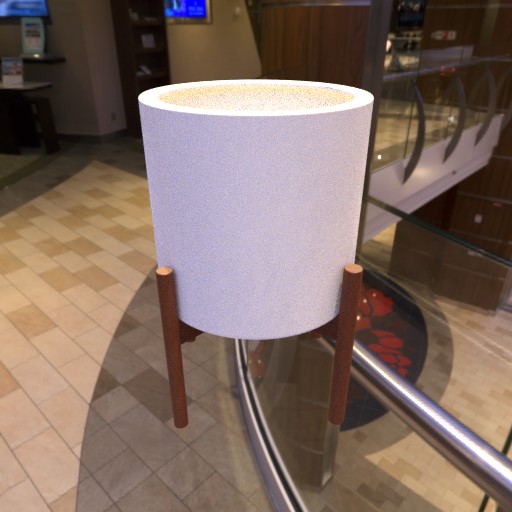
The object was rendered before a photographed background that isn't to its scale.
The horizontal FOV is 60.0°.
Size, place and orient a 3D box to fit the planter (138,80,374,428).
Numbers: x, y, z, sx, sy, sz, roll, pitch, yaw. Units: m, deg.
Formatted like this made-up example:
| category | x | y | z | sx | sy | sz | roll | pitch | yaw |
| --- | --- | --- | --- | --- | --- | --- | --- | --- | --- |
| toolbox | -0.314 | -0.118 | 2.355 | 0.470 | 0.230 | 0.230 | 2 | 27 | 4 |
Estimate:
| category | x | y | z | sx | sy | sz | roll | pitch | yaw |
| --- | --- | --- | --- | --- | --- | --- | --- | --- | --- |
| planter | 0.000 | 0.000 | 0.963 | 0.417 | 0.670 | 0.417 | -1 | 28 | -2 |
